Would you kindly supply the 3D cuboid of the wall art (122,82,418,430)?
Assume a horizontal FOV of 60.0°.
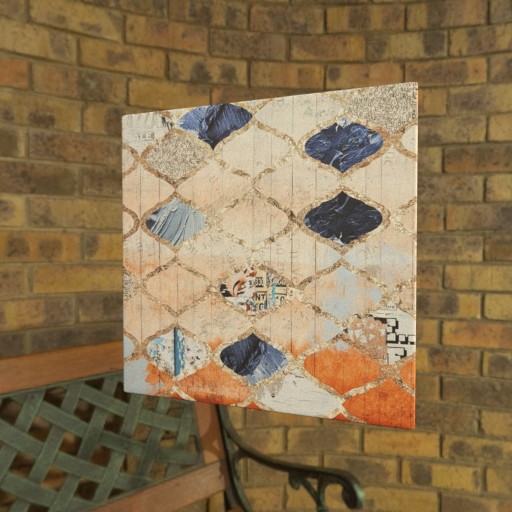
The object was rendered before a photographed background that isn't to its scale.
[{"bbox_3d":[0.000,0.000,0.746,0.507,0.508,0.038,1,2,19],"label":"wall art"}]
